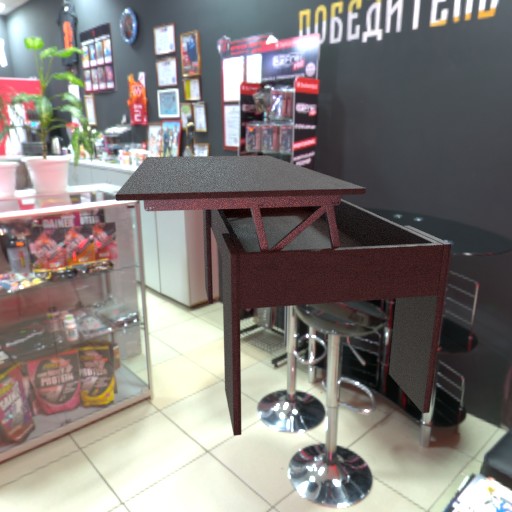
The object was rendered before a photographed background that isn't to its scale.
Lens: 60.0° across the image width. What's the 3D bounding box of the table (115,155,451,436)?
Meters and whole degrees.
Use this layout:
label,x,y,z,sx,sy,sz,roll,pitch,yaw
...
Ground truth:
label,x,y,z,sx,sy,sz,roll,pitch,yaw
table,0.000,0.000,1.440,0.711,0.570,1.000,-3,17,-10
